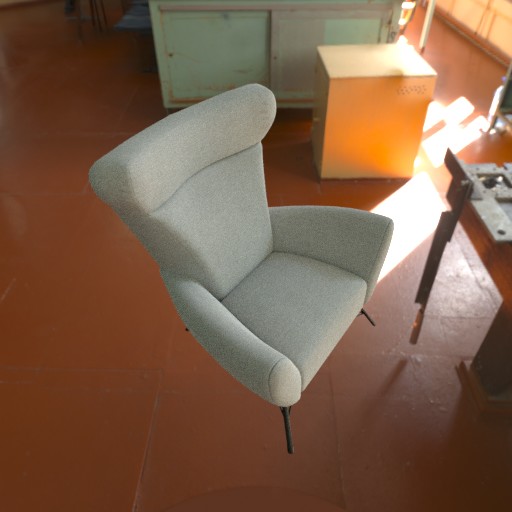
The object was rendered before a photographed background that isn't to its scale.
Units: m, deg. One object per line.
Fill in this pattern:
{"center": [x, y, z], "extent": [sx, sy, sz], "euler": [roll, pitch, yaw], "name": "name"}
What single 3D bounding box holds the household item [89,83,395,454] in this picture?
{"center": [0.000, 0.000, 1.826], "extent": [0.900, 1.050, 0.980], "euler": [25, 47, 26], "name": "household item"}
